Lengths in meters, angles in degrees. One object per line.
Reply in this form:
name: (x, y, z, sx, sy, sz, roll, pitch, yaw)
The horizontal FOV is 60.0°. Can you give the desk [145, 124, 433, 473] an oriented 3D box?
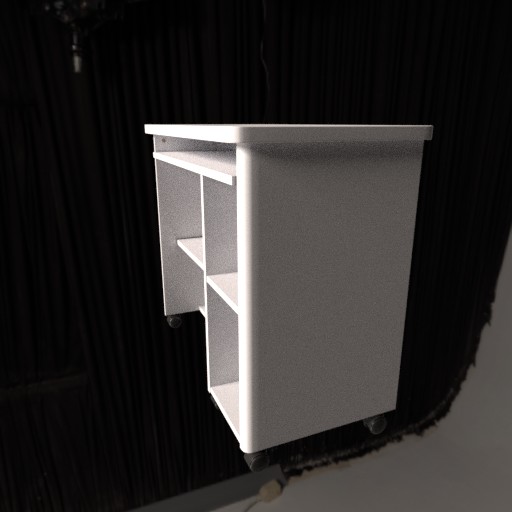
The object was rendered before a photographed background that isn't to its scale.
desk: (0.000, 0.000, 1.346, 0.475, 0.763, 0.877, -7, 18, -22)
